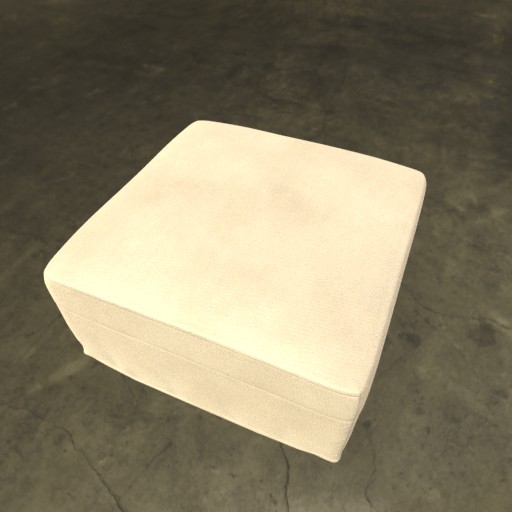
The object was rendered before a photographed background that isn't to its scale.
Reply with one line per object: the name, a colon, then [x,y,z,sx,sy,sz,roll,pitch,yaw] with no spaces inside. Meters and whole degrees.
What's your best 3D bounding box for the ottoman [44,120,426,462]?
ottoman: [0.000,0.000,1.353,0.843,0.441,0.842,18,49,16]
